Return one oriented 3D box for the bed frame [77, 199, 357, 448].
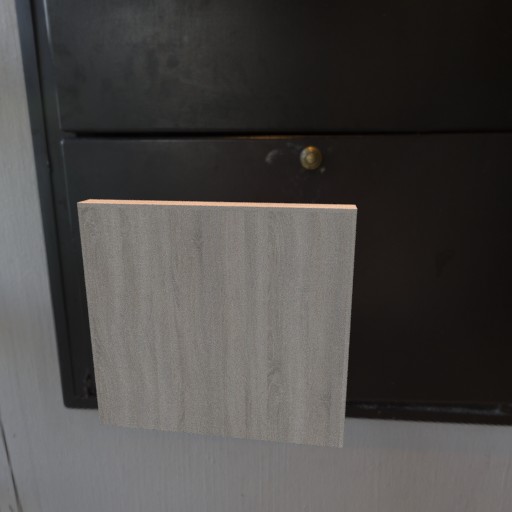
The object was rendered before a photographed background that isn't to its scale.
[{"bbox_3d":[0.000,0.000,2.671,0.990,0.920,2.140,2,15,8],"label":"bed frame"}]
